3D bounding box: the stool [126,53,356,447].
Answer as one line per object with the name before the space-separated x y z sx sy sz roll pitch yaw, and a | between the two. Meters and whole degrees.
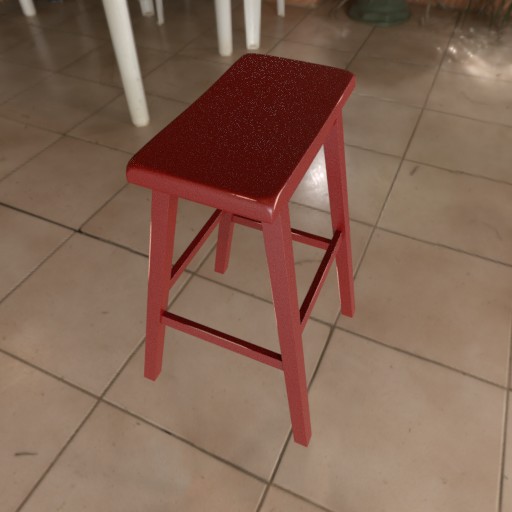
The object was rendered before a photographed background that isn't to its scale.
stool | 0.000 0.000 1.035 0.476 0.737 0.457 18 49 16
